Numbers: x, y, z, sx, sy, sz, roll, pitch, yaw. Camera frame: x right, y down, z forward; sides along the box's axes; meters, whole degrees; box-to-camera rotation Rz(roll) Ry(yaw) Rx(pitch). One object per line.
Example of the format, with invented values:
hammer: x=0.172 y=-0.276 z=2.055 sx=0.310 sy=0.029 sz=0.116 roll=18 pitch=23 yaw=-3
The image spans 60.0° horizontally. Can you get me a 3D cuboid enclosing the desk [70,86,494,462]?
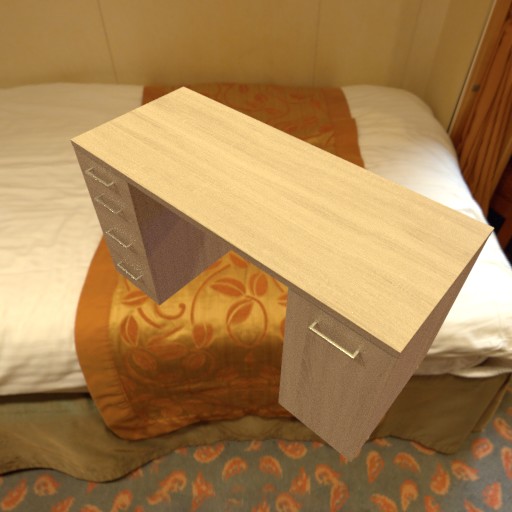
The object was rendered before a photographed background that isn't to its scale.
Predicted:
desk: x=0.000 y=0.000 z=1.762 sx=1.390 sy=0.740 sz=0.600 roll=33 pitch=55 yaw=27
